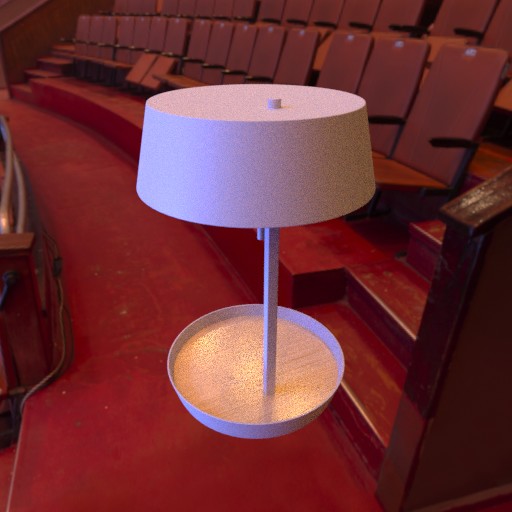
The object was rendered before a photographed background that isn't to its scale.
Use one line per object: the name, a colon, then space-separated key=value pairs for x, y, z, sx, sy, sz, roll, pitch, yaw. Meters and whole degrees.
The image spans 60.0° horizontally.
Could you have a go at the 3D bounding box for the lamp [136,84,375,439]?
lamp: x=0.000 y=0.000 z=0.606 sx=0.291 sy=0.429 sz=0.291 roll=0 pitch=28 yaw=0
